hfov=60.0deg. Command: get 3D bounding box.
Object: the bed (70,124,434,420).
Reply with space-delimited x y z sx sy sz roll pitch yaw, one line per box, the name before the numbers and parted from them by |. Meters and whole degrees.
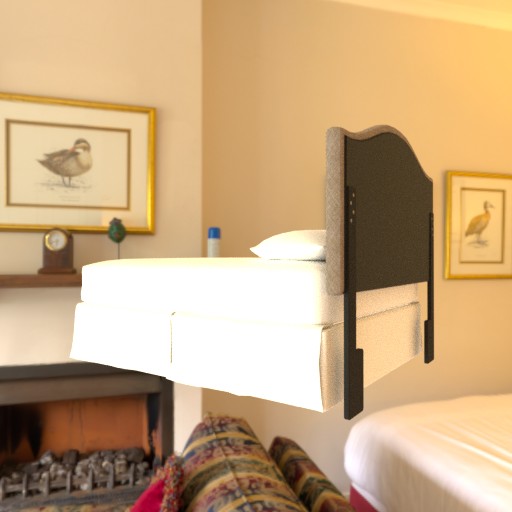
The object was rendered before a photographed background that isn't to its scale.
bed | 0.000 0.000 3.277 2.153 1.518 1.713 0 0 36
